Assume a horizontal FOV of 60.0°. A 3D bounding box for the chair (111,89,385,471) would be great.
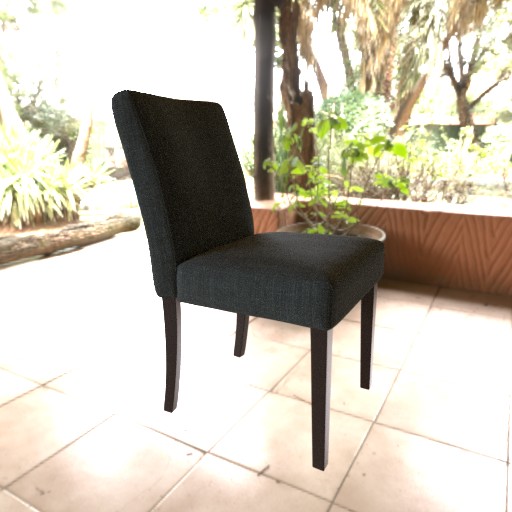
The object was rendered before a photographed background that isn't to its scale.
[{"bbox_3d":[0.000,0.000,1.263,0.629,0.884,0.487,8,16,28],"label":"chair"}]
